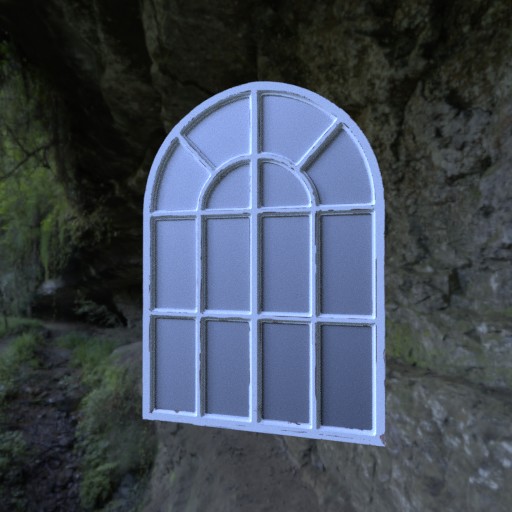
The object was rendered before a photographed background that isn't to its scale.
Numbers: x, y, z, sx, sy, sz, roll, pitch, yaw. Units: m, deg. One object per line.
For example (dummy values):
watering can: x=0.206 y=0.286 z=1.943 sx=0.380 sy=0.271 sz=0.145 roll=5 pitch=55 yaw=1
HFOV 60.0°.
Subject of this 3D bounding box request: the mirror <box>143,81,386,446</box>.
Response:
mirror: x=0.000 y=0.000 z=1.181 sx=0.660 sy=0.920 sz=0.032 roll=0 pitch=-1 yaw=17
